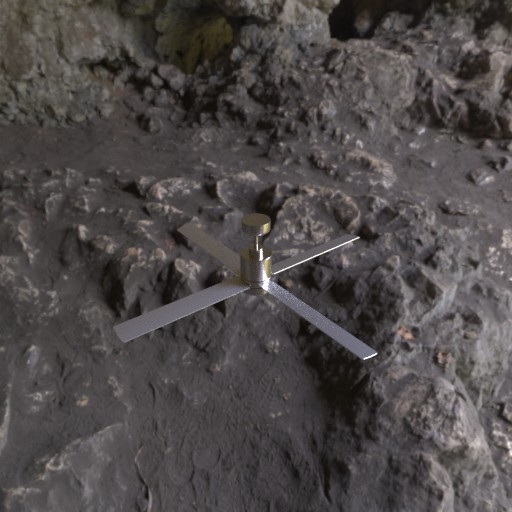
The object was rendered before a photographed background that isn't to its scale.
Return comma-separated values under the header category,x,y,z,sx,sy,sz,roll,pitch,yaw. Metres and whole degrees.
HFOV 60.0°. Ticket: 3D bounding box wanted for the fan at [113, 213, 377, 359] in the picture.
category,x,y,z,sx,sy,sz,roll,pitch,yaw
fan,0.000,0.000,1.958,1.322,0.355,1.322,-21,36,-32
